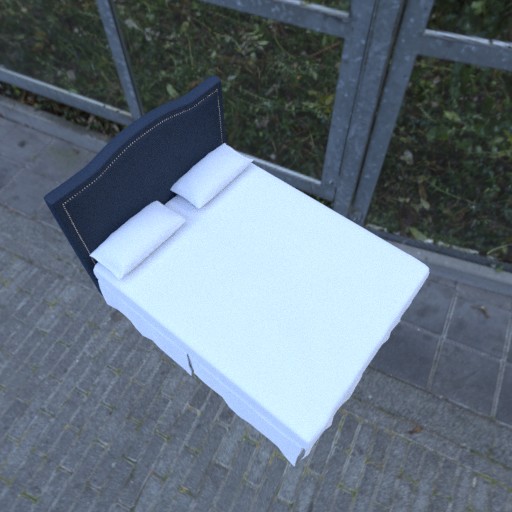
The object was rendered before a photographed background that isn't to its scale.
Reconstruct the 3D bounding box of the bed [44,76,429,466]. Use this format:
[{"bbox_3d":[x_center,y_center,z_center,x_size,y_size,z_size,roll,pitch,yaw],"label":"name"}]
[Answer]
[{"bbox_3d":[0.000,0.000,3.434,2.282,1.436,1.821,34,63,20],"label":"bed"}]
